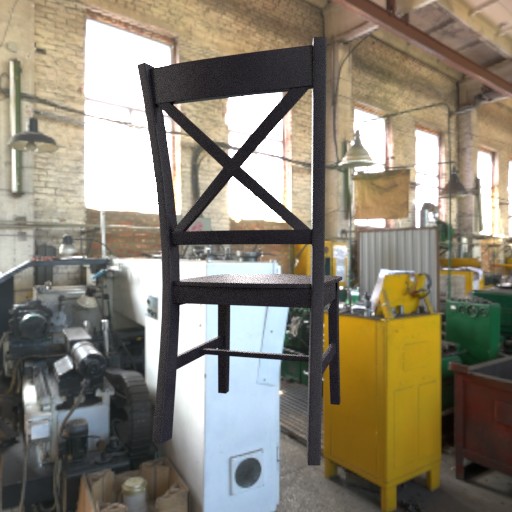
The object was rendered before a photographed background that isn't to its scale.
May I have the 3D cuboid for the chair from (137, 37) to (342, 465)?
[{"bbox_3d":[0.000,0.000,1.301,0.485,0.983,0.542,0,0,17],"label":"chair"}]
